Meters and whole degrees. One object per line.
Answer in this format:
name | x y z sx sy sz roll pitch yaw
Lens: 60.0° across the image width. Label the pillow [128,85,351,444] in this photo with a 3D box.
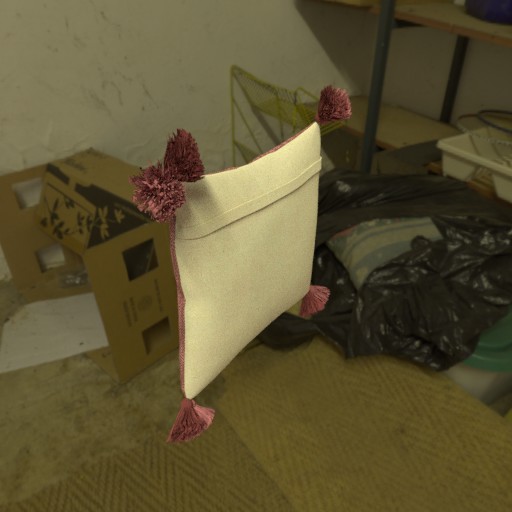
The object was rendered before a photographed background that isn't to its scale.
pillow | 0.000 0.000 0.965 0.138 0.659 0.641 22 38 31
